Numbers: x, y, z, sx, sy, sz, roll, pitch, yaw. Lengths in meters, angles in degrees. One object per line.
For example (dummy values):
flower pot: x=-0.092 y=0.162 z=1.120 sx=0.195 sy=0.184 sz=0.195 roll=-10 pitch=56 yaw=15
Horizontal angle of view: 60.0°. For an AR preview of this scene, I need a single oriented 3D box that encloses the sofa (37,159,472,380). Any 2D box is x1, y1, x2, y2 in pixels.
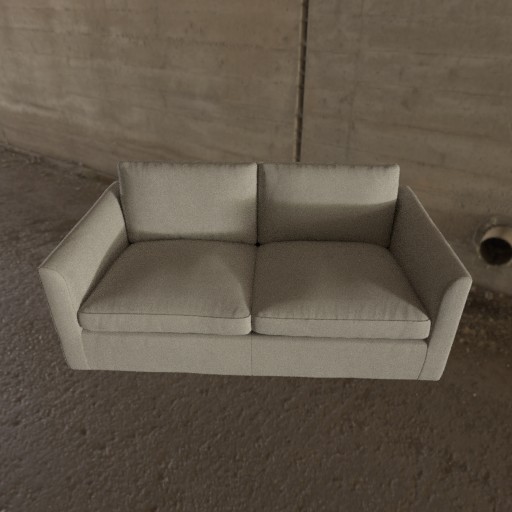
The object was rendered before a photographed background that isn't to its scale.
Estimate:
sofa: x=0.000 y=0.000 z=2.482 sx=1.905 sy=0.839 sz=1.091 roll=1 pitch=30 yaw=2
